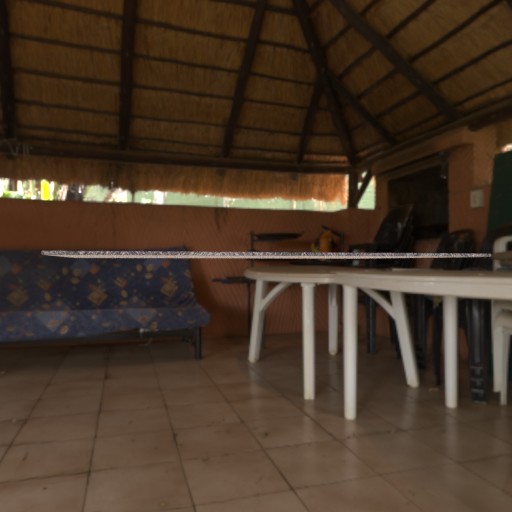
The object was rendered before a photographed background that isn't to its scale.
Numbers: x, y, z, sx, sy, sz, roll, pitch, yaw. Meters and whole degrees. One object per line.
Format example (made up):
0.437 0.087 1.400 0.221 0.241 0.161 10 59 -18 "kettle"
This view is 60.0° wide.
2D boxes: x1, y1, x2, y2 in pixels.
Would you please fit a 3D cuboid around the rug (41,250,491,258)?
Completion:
0.000 0.000 2.855 2.298 0.017 1.501 0 -1 -18 "rug"
